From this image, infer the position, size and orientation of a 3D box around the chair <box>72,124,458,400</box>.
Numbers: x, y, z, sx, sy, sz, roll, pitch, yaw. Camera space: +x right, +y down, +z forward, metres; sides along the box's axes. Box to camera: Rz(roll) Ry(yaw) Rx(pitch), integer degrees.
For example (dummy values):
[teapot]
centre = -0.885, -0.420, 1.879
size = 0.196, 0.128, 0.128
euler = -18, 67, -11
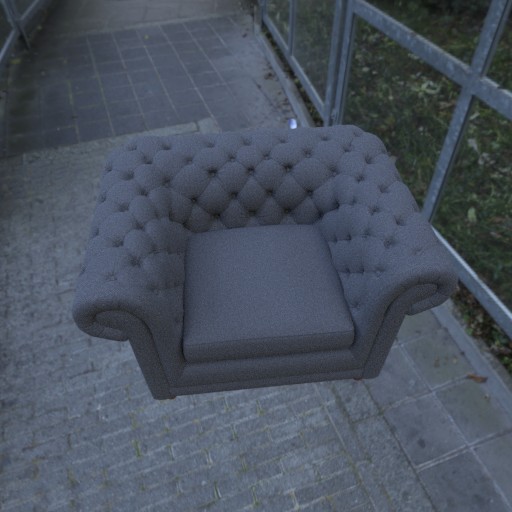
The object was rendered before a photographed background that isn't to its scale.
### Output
[chair]
centre = 0.000, 0.000, 1.933
size = 1.270, 0.770, 0.976
euler = -4, 46, -4
